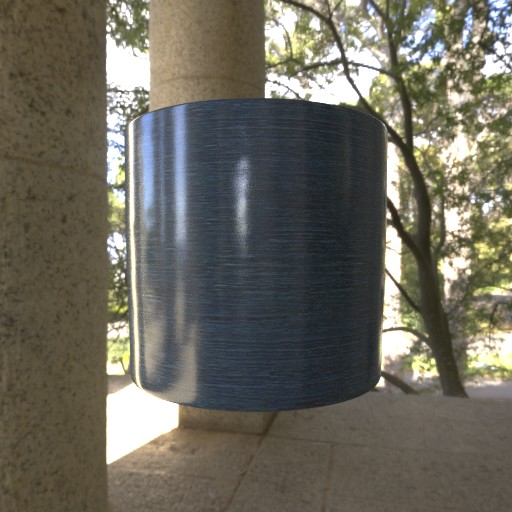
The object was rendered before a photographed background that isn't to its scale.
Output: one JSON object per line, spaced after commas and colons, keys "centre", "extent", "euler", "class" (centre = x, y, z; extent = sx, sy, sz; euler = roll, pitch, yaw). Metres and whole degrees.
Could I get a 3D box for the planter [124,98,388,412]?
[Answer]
{"centre": [0.000, 0.000, 0.389], "extent": [0.221, 0.201, 0.221], "euler": [0, 1, 0], "class": "planter"}
